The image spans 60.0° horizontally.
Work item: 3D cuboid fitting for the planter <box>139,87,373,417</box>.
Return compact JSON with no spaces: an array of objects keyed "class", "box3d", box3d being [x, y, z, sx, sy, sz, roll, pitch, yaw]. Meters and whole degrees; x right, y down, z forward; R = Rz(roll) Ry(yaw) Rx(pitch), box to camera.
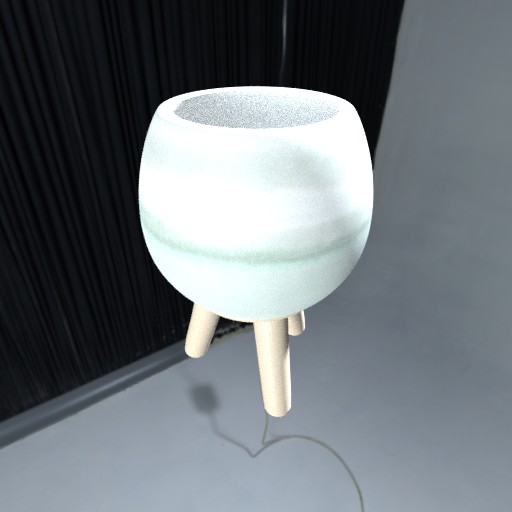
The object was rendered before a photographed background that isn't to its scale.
[{"class":"planter","box3d":[0.000,0.000,0.339,0.161,0.224,0.161,0,31,0]}]
